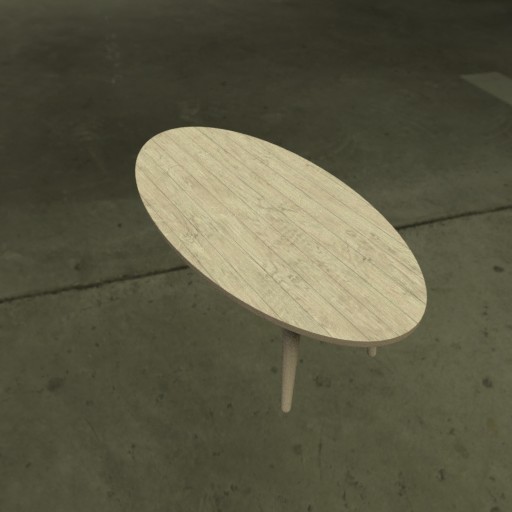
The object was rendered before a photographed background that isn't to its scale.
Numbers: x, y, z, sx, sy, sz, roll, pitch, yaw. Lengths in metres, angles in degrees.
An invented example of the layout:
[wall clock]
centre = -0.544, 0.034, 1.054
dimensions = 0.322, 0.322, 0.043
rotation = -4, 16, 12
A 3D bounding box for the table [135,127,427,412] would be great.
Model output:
[table]
centre = 0.000, 0.000, 1.346
dimensions = 0.542, 0.390, 1.083
rotation = -24, 47, -25
